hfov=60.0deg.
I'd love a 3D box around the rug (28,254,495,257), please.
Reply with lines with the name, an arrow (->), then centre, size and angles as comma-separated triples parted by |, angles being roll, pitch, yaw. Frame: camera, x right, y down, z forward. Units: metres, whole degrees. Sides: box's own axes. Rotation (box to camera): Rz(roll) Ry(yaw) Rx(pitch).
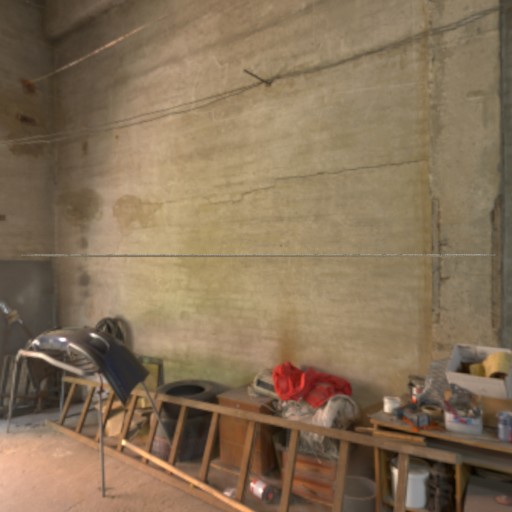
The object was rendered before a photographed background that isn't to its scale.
rug -> 0.000, 0.000, 2.609 | 2.464, 0.005, 0.660 | 0, -1, 1
